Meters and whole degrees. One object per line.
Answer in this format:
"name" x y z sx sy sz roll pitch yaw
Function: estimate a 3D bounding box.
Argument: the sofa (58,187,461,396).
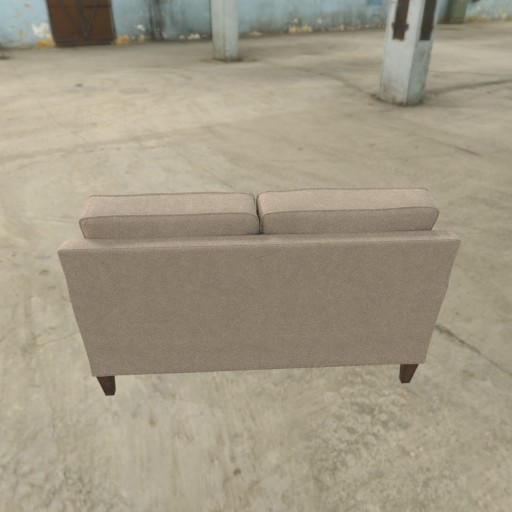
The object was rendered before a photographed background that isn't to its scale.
"sofa" 0.000 0.000 2.268 1.597 1.002 1.084 -2 30 -3
